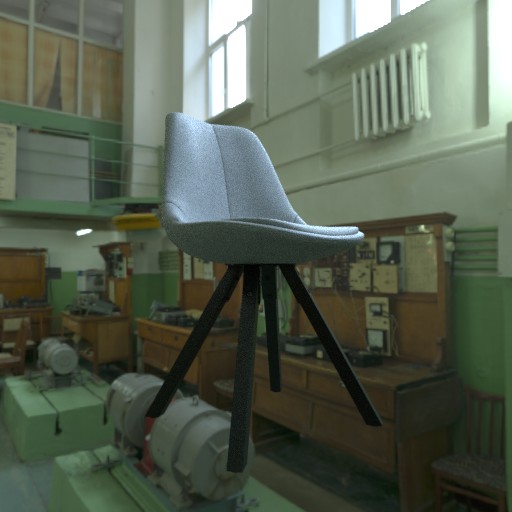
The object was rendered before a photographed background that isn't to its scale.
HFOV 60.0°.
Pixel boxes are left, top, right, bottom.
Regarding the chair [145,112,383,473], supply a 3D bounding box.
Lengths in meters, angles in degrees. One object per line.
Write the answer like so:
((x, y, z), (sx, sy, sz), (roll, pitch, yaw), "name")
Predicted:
((0.000, 0.000, 1.172), (0.485, 0.850, 0.550), (1, -2, -37), "chair")
